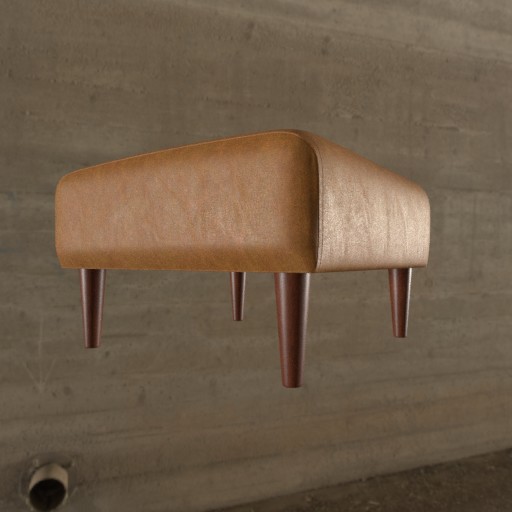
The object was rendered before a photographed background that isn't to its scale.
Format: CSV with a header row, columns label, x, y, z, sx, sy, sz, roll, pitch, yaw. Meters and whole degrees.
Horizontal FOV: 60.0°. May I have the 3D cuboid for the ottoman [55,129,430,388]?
label,x,y,z,sx,sy,sz,roll,pitch,yaw
ottoman,0.000,0.000,1.033,0.650,0.399,0.650,0,-1,35
